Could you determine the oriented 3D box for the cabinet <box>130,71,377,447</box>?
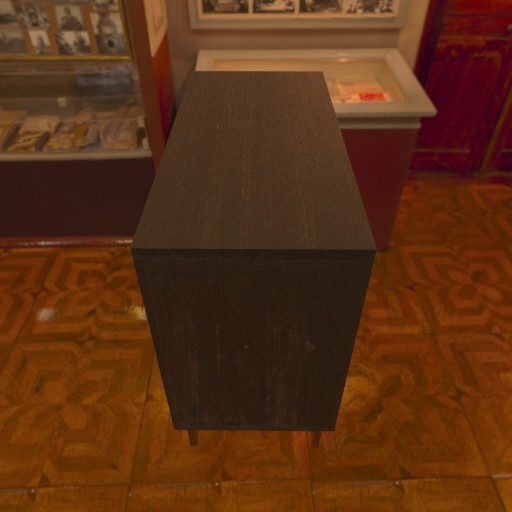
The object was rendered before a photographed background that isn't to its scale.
[{"bbox_3d":[0.000,0.000,1.448,0.451,0.860,0.950,0,41,0],"label":"cabinet"}]
